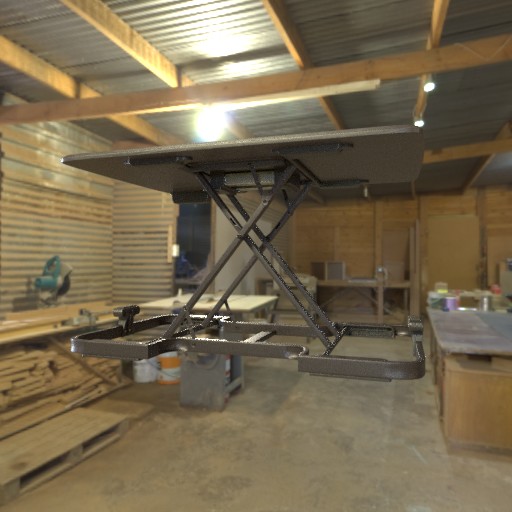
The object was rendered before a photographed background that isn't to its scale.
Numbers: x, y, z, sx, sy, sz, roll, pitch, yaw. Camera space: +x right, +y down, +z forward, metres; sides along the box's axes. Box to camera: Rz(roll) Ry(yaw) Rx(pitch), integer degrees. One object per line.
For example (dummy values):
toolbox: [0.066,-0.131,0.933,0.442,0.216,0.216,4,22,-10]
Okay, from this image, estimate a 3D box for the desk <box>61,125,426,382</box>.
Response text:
desk: [0.000,0.000,1.163,0.820,0.470,0.546,0,0,18]
